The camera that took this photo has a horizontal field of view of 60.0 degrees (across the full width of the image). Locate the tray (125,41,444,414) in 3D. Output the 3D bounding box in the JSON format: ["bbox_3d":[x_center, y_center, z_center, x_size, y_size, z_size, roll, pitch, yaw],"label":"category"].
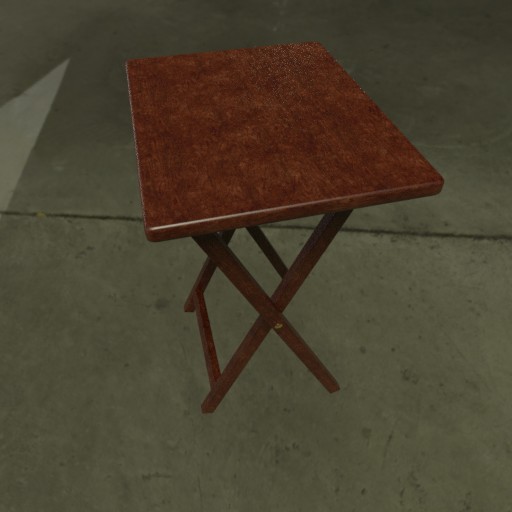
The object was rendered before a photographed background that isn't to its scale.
[{"bbox_3d":[0.000,0.000,0.928,0.381,0.660,0.483,-10,47,-10],"label":"tray"}]
